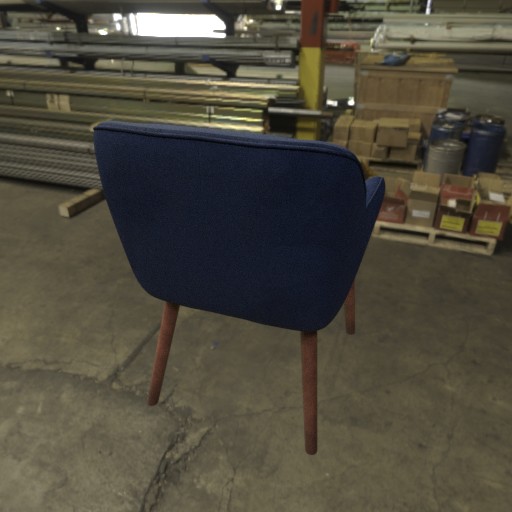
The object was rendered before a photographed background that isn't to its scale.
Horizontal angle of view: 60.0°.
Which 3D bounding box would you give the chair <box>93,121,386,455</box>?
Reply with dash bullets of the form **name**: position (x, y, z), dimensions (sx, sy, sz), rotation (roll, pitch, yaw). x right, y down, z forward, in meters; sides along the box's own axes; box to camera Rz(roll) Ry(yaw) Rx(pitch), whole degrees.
- **chair**: position (0.000, 0.000, 1.210), dimensions (0.600, 0.820, 0.600), rotation (10, 32, 17)
